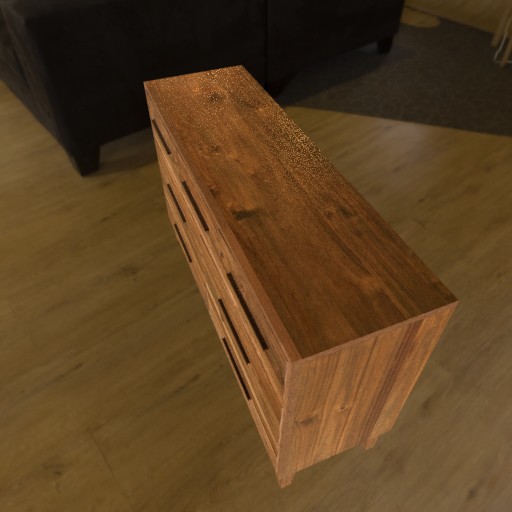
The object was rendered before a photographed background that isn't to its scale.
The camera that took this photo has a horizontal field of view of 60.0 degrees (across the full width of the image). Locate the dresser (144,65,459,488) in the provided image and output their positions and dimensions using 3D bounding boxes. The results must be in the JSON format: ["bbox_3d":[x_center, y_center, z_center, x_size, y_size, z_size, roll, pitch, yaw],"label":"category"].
[{"bbox_3d":[0.000,0.000,1.732,0.446,0.873,1.400,-17,48,-15],"label":"dresser"}]
